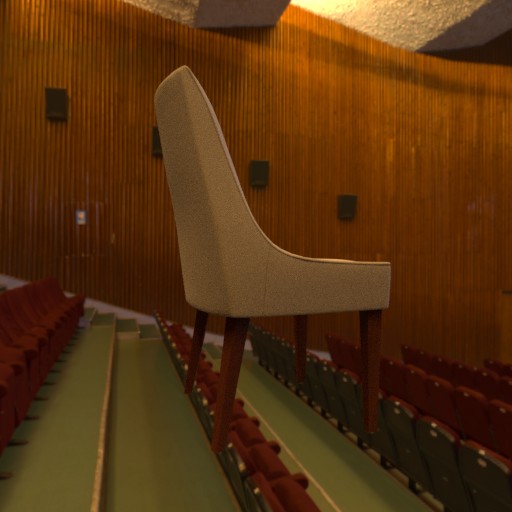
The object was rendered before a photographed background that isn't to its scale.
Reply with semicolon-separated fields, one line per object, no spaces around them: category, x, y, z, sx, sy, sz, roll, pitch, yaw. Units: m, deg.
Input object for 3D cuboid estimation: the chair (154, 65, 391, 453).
chair;0.000;0.000;1.220;0.544;0.861;0.529;0;0;-17
